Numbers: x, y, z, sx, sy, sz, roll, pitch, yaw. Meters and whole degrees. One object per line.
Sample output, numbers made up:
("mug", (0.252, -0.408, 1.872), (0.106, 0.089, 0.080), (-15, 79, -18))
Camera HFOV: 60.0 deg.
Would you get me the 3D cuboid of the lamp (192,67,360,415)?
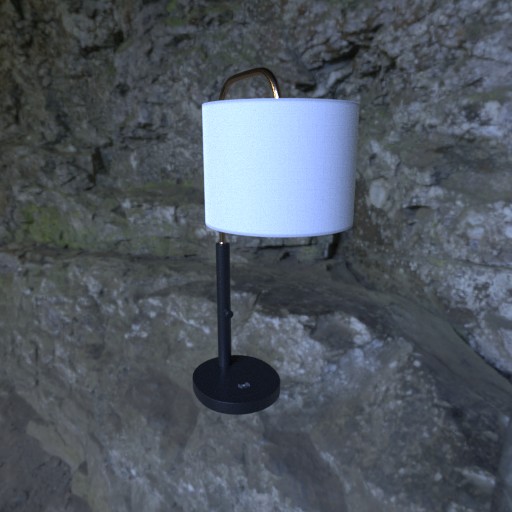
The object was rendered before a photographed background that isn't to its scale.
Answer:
("lamp", (0.000, 0.000, 0.684), (0.199, 0.540, 0.337), (-7, 16, -26))
